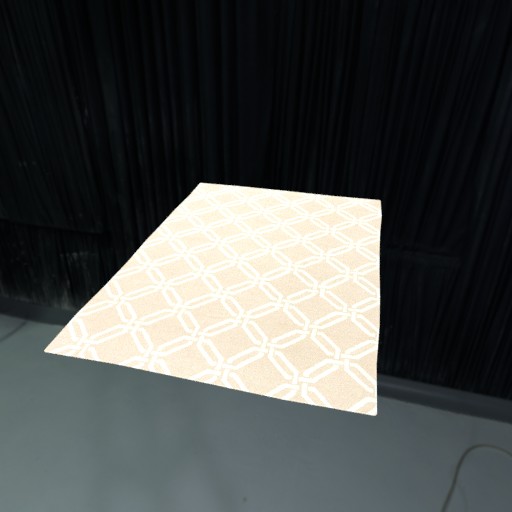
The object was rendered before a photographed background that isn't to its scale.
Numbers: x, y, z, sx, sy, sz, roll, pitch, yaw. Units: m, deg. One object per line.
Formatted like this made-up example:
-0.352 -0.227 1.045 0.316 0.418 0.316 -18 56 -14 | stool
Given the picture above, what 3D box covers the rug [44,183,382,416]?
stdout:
0.000 0.000 2.782 1.524 0.013 2.135 7 32 12 | rug
